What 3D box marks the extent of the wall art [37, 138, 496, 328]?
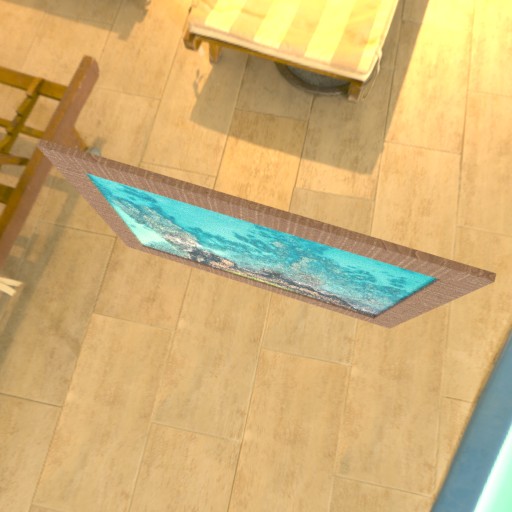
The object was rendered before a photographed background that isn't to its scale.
[{"bbox_3d":[0.000,0.000,1.339,1.056,0.761,0.020,17,74,5],"label":"wall art"}]
